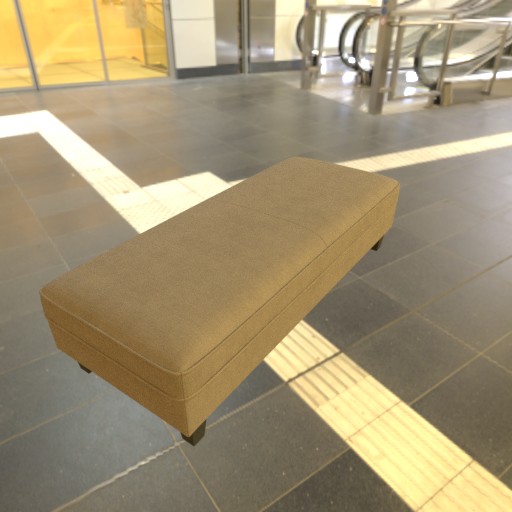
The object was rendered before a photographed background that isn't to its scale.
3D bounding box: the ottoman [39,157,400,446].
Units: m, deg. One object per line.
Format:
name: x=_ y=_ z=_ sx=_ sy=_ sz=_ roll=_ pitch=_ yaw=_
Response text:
ottoman: x=0.000 y=0.000 z=2.088 sx=0.751 sy=0.470 sz=1.764 roll=20 pitch=37 yaw=30
